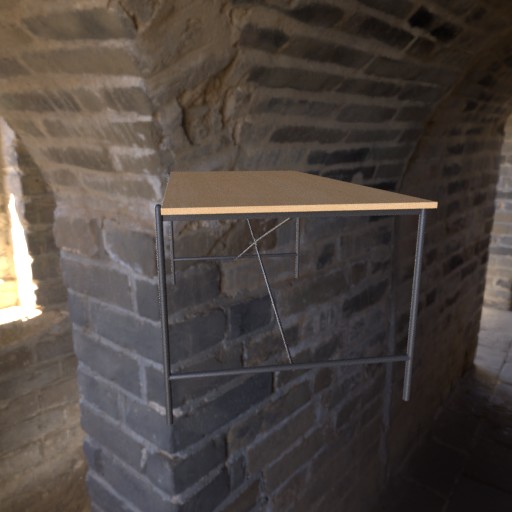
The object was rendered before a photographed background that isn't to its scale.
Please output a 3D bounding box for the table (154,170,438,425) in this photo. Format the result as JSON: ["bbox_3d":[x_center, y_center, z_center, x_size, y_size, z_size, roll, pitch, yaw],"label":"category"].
[{"bbox_3d":[0.000,0.000,2.278,0.900,0.758,1.800,-2,14,-9],"label":"table"}]
